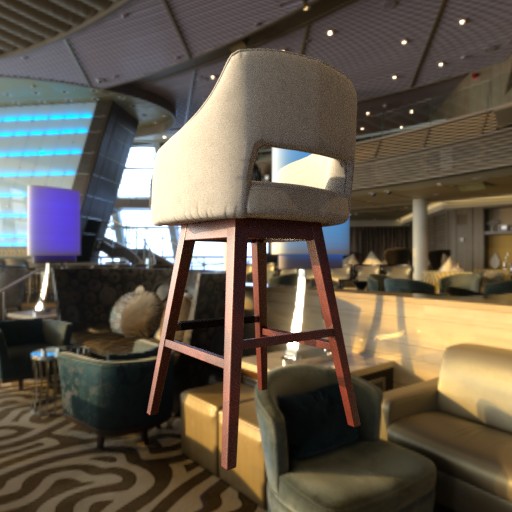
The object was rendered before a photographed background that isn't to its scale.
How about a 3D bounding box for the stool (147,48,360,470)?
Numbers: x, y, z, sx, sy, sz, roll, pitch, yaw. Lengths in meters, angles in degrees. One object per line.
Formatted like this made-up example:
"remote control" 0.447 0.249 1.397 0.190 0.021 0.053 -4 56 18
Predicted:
"stool" 0.000 0.000 1.349 0.548 1.012 0.558 0 0 -36
